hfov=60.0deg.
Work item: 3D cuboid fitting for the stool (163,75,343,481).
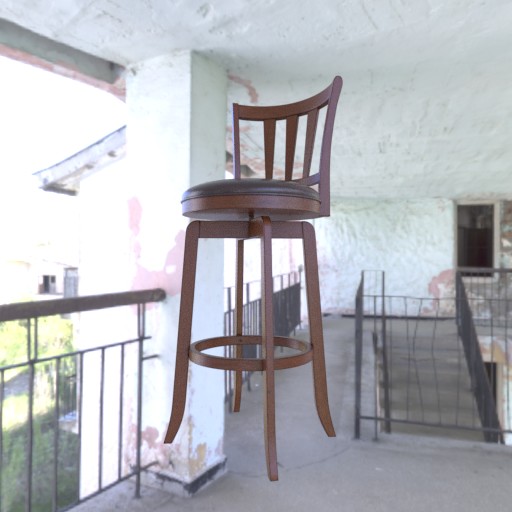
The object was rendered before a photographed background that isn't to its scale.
[{"bbox_3d":[0.000,0.000,1.449,0.464,1.177,0.503,0,0,35],"label":"stool"}]
